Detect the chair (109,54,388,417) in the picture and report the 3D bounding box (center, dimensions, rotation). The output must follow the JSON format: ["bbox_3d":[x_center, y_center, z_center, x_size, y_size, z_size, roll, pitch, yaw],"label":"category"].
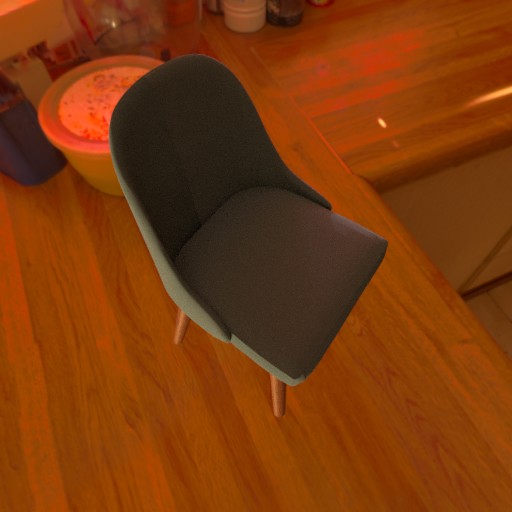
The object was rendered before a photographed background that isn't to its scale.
[{"bbox_3d":[0.000,0.000,1.213,0.589,0.882,0.503,31,63,18],"label":"chair"}]
